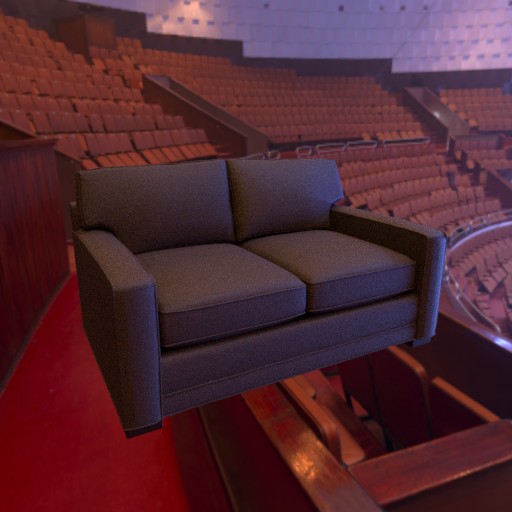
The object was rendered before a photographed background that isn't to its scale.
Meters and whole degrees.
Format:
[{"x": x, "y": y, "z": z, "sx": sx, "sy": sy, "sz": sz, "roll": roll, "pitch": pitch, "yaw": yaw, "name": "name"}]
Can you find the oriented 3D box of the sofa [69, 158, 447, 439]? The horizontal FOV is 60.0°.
[{"x": 0.000, "y": 0.000, "z": 2.142, "sx": 1.534, "sy": 0.887, "sz": 0.974, "roll": -9, "pitch": 18, "yaw": -28, "name": "sofa"}]
